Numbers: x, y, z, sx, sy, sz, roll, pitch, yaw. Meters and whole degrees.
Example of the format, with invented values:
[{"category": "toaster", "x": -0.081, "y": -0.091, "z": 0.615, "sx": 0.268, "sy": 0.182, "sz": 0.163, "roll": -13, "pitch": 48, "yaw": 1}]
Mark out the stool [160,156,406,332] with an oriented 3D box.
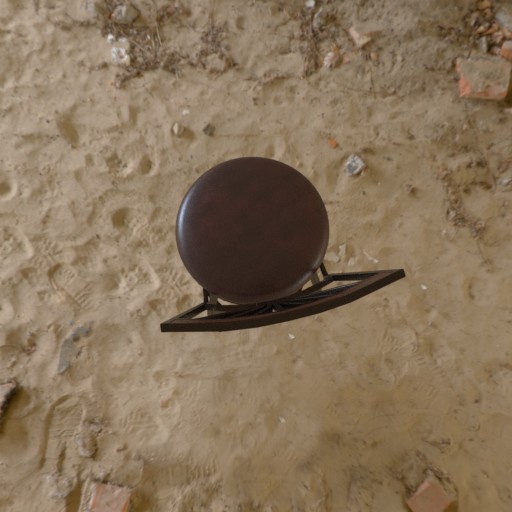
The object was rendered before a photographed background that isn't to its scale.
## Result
[{"category": "stool", "x": 0.000, "y": 0.000, "z": 1.353, "sx": 0.433, "sy": 1.117, "sz": 0.514, "roll": -12, "pitch": 76, "yaw": -3}]
